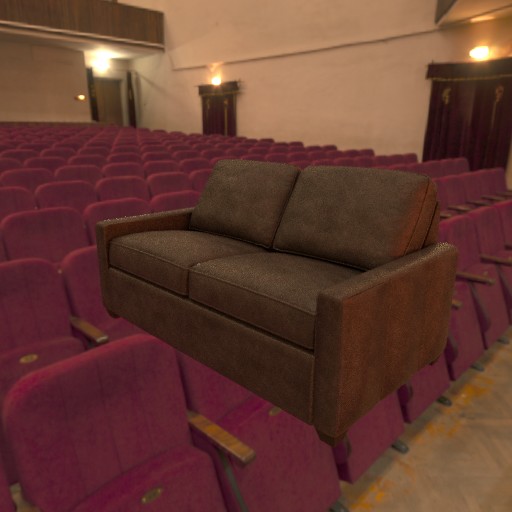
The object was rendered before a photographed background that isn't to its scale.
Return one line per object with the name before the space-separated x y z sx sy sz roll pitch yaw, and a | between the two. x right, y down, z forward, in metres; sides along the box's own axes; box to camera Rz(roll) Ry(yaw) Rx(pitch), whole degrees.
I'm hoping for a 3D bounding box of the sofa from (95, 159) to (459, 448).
sofa | 0.000 0.000 2.314 1.732 0.916 0.939 15 22 43
